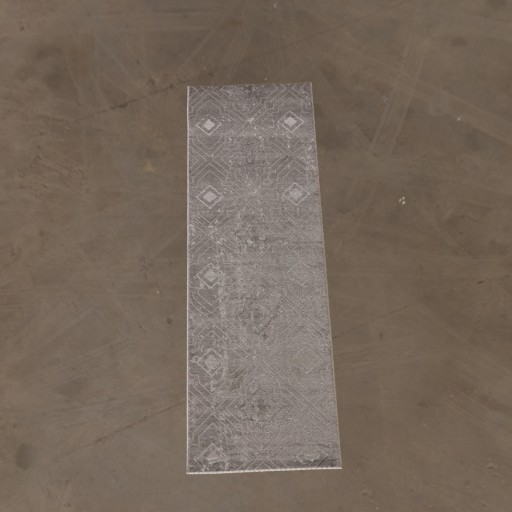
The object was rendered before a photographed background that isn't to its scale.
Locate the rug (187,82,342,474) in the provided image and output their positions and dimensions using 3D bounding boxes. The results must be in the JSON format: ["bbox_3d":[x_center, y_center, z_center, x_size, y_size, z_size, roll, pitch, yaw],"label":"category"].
[{"bbox_3d":[0.000,0.000,2.670,0.832,0.035,2.381,-2,75,-1],"label":"rug"}]
